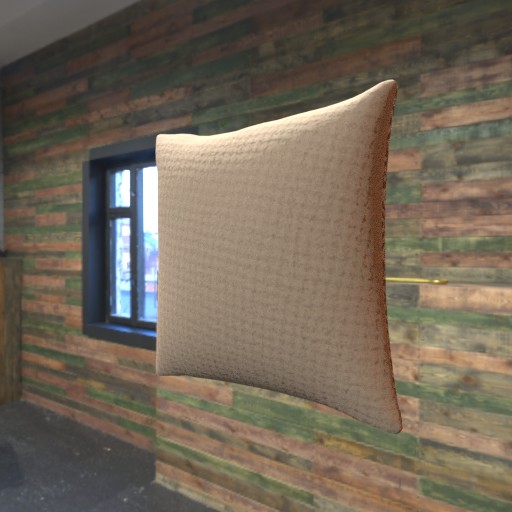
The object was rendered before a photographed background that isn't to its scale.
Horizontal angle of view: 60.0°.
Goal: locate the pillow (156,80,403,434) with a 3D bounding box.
[{"bbox_3d":[0.000,0.000,0.629,0.419,0.407,0.173,0,1,37],"label":"pillow"}]
